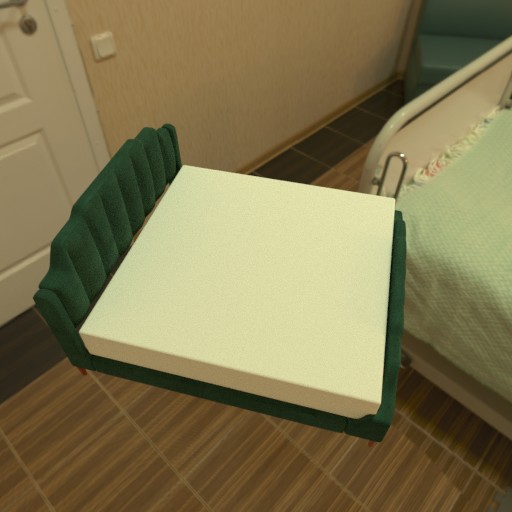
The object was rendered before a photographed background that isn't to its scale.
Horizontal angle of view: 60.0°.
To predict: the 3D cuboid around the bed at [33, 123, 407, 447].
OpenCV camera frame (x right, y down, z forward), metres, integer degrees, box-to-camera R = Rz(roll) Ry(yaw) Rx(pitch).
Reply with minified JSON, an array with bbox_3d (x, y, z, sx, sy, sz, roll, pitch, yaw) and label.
[{"bbox_3d":[0.000,0.000,3.495,2.340,1.245,2.074,11,48,10],"label":"bed"}]
